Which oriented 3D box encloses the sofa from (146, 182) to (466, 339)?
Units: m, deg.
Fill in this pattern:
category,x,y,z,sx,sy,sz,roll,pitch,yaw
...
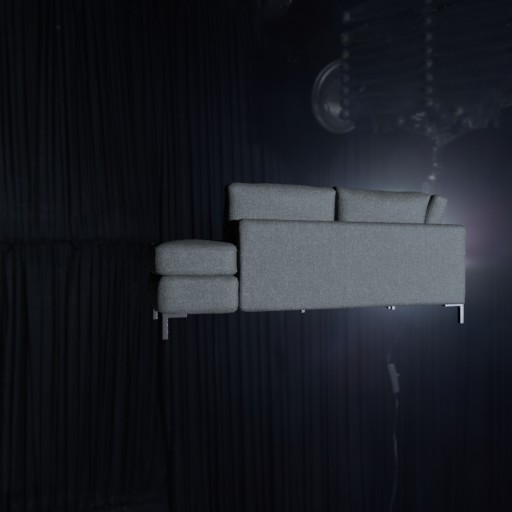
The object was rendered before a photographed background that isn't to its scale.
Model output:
category,x,y,z,sx,sy,sz,roll,pitch,yaw
sofa,0.000,0.000,3.931,1.984,0.858,2.972,0,0,-17
